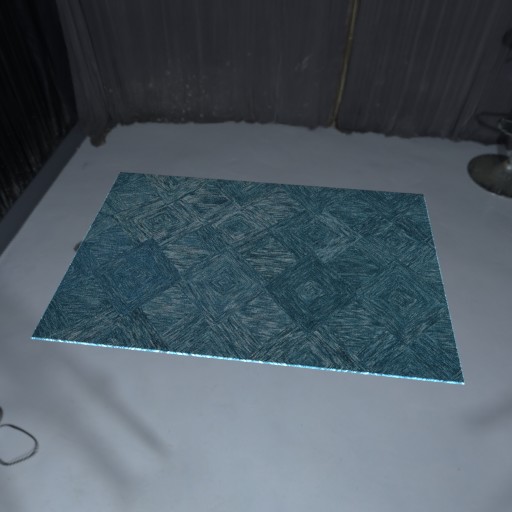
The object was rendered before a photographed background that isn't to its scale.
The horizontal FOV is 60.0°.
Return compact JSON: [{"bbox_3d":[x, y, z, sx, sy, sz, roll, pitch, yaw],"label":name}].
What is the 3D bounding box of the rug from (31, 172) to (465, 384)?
[{"bbox_3d":[0.000,0.000,2.806,2.277,0.015,1.490,5,47,5],"label":"rug"}]
